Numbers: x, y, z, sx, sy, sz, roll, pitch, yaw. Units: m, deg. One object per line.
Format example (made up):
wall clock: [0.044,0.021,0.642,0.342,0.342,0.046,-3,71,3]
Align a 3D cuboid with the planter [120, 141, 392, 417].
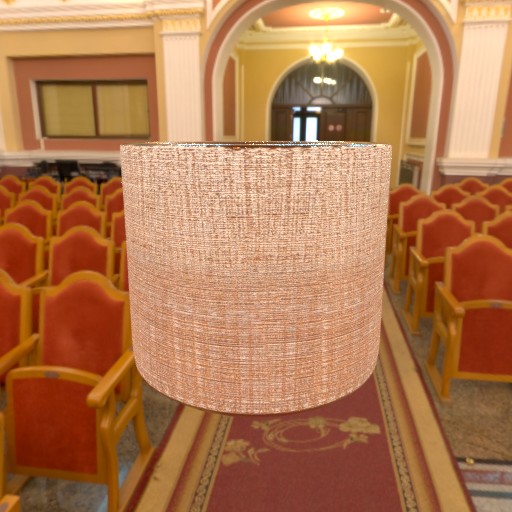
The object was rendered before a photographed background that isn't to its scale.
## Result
planter: [0.000,0.000,0.315,0.177,0.157,0.177,0,15,0]
